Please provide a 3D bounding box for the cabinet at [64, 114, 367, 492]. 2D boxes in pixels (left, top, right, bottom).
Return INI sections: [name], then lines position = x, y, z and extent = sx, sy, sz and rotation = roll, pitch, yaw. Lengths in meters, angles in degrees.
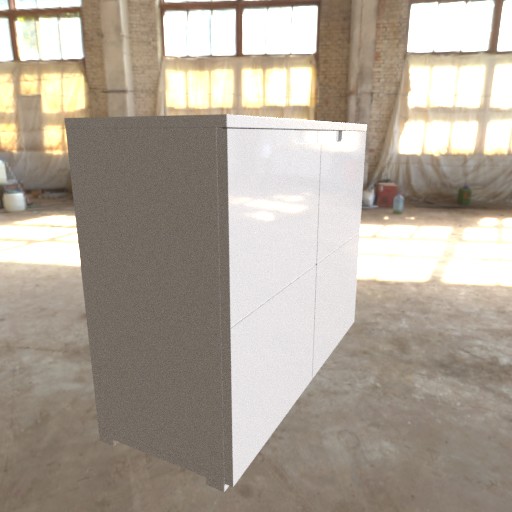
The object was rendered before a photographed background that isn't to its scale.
[cabinet]
position = 0.000, 0.000, 1.384
extent = 0.400, 0.800, 1.000
rotation = 8, 17, 26
